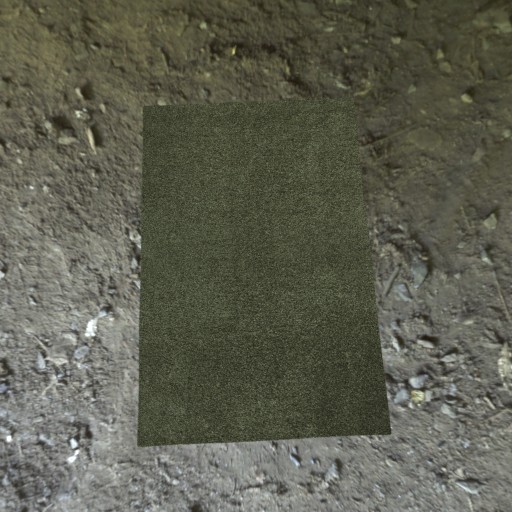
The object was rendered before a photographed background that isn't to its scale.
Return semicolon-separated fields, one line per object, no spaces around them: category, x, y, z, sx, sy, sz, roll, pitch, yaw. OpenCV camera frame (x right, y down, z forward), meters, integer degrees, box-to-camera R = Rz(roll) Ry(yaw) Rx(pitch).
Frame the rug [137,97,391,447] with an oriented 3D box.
rug;0.000;0.000;3.458;1.802;0.026;2.699;-3;76;-1
